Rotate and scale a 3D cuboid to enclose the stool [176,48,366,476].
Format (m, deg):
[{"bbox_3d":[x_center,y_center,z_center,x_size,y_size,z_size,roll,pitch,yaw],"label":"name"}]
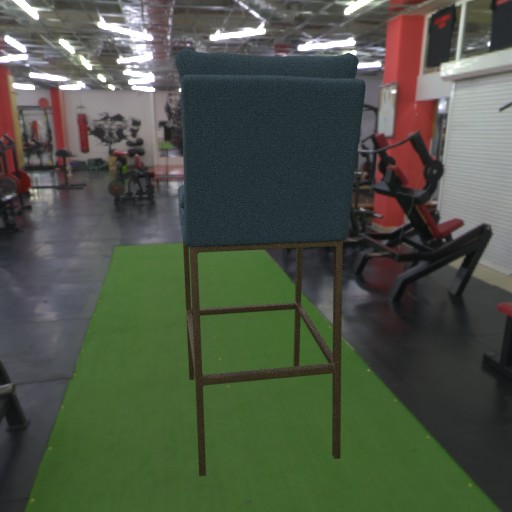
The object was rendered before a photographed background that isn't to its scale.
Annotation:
[{"bbox_3d":[0.000,0.000,1.386,0.463,1.124,0.568,-3,16,-10],"label":"stool"}]
